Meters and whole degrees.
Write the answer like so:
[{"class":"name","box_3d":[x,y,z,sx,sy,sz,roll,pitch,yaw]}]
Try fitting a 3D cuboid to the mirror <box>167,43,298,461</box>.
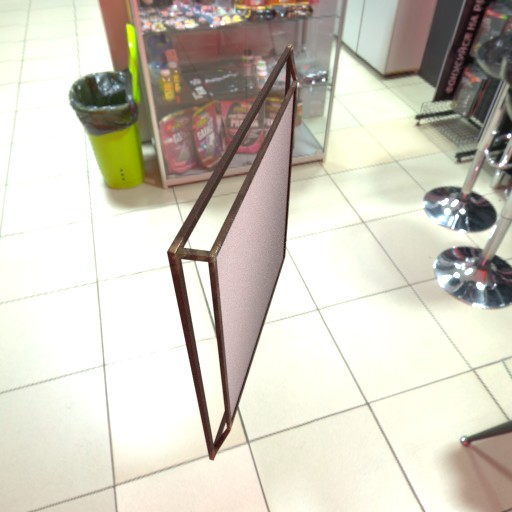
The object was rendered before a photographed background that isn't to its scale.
[{"class":"mirror","box_3d":[0.000,0.000,0.898,0.032,0.610,0.610,11,47,11]}]
